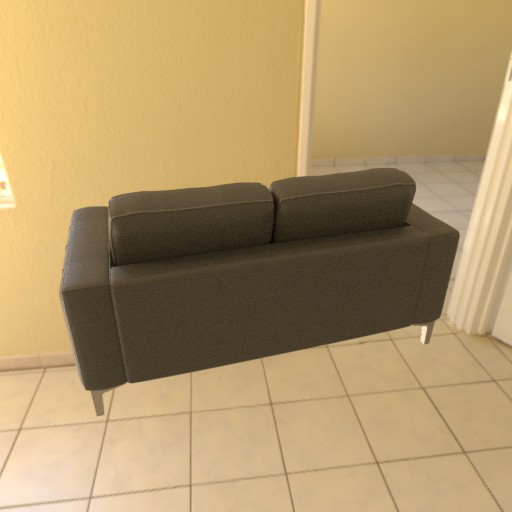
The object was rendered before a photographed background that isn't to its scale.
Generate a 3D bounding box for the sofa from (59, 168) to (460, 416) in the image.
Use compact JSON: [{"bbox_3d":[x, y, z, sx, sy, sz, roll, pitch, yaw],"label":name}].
[{"bbox_3d":[0.000,0.000,2.201,1.726,0.892,0.833,-8,29,-15],"label":"sofa"}]
